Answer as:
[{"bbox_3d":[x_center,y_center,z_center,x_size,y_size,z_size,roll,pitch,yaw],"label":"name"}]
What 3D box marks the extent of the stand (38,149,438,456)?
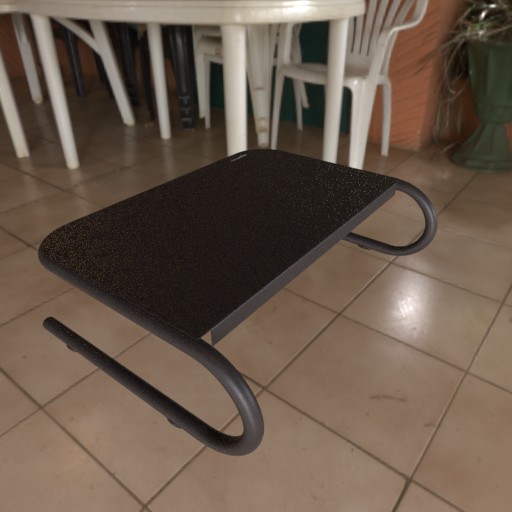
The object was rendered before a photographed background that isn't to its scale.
[{"bbox_3d":[0.000,0.000,0.489,0.280,0.108,0.370,22,38,31],"label":"stand"}]
